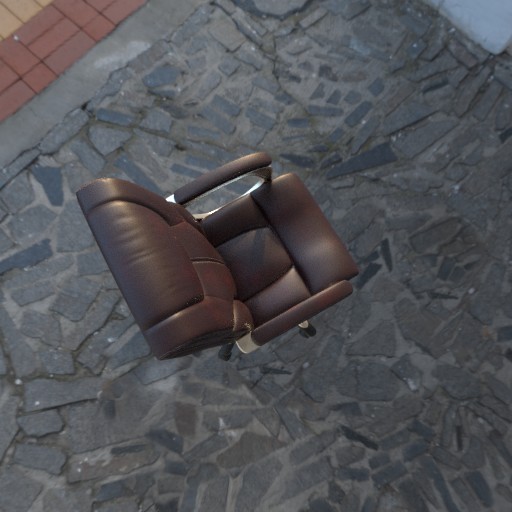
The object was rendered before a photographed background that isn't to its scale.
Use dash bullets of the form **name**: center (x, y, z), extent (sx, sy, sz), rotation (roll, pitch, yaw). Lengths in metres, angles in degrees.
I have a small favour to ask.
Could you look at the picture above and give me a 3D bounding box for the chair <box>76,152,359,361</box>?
- **chair**: center (0.000, 0.000, 1.546), extent (0.739, 1.107, 0.662), rotation (-29, 77, -7)
